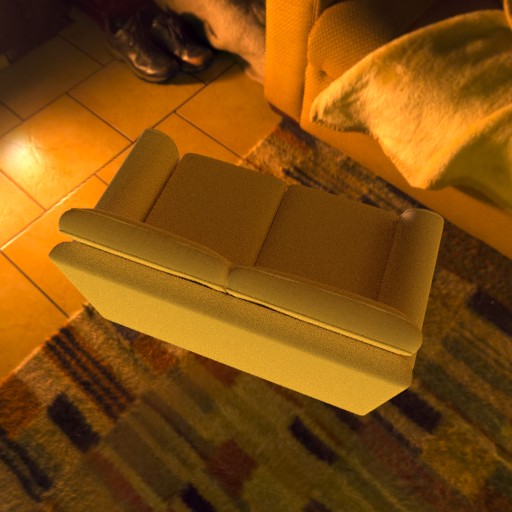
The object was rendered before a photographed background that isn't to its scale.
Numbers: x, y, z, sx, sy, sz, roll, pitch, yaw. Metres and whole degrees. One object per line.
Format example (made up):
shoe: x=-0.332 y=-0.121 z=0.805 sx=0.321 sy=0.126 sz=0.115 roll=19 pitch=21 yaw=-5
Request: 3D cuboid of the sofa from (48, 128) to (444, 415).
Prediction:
sofa: x=0.000 y=0.000 z=2.341 sx=1.727 sy=0.940 sz=0.991 roll=18 pitch=64 yaw=9
